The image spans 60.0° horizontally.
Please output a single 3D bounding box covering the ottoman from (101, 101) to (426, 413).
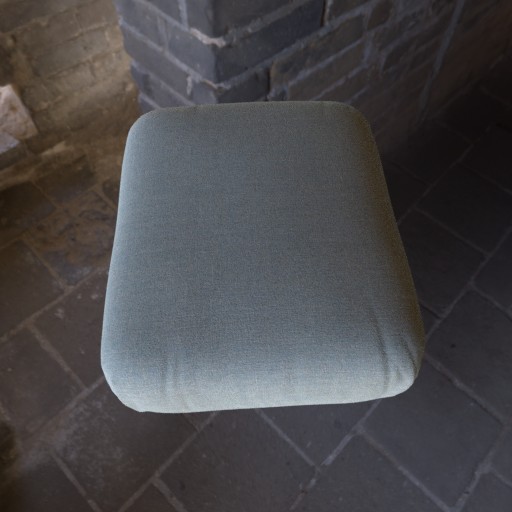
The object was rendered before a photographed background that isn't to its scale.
[{"bbox_3d":[0.000,0.000,1.101,0.622,0.450,0.747,-3,59,-2],"label":"ottoman"}]
